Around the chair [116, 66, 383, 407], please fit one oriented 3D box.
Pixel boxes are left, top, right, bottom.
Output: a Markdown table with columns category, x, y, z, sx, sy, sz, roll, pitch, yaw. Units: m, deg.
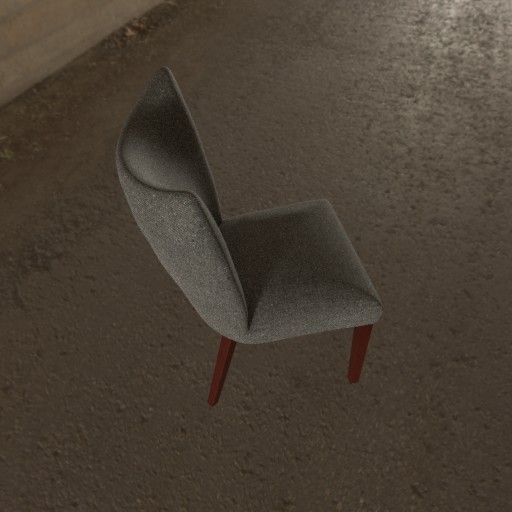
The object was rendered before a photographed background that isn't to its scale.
| category | x | y | z | sx | sy | sz | roll | pitch | yaw |
| --- | --- | --- | --- | --- | --- | --- | --- | --- | --- |
| chair | 0.000 | 0.000 | 1.289 | 0.623 | 0.924 | 0.535 | -9 | 48 | -9 |
